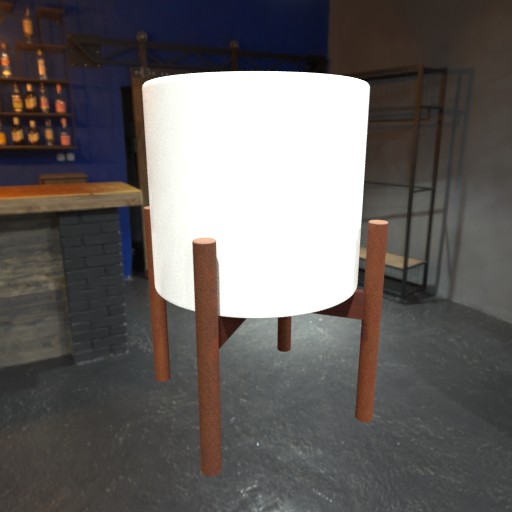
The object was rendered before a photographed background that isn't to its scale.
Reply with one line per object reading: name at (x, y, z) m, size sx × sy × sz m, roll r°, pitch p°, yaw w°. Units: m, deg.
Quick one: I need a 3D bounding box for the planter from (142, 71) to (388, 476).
planter at (0.000, 0.000, 0.496) m, size 0.224 × 0.358 × 0.224 m, roll -7°, pitch 17°, yaw -25°
